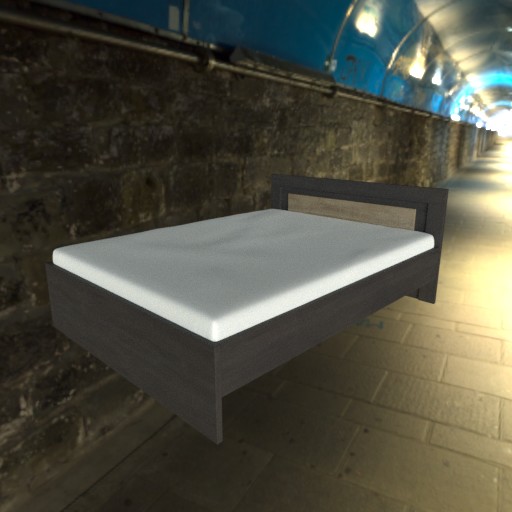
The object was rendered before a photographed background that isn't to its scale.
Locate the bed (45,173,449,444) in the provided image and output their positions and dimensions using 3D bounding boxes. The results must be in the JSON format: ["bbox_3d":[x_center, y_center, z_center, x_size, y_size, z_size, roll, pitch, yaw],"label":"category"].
[{"bbox_3d":[0.000,0.000,2.896,1.585,0.823,2.073,15,22,42],"label":"bed"}]
